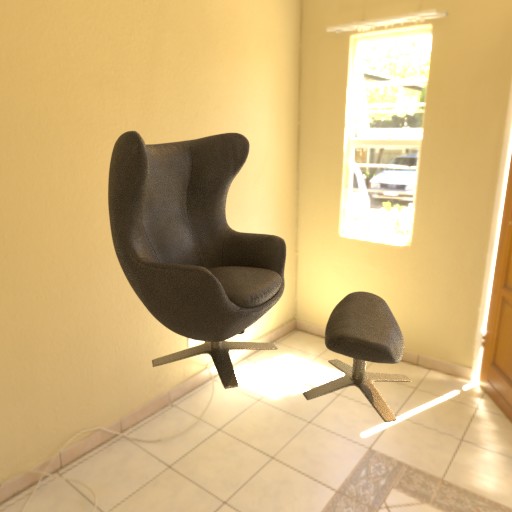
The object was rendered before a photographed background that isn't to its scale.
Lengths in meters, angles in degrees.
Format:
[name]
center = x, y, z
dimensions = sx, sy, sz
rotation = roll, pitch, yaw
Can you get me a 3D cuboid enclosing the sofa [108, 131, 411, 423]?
[sofa]
center = 0.000, 0.000, 2.098
dimensions = 1.444, 1.135, 0.894
rotation = 8, 17, 27
